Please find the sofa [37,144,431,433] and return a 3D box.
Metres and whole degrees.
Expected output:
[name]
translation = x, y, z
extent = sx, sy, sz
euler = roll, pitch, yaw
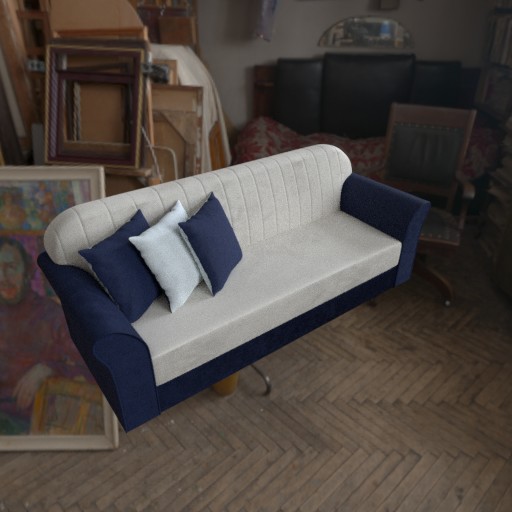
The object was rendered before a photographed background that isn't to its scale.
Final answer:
[sofa]
translation = 0.000, 0.000, 2.412
extent = 2.006, 0.789, 0.749
euler = -21, 37, -31
